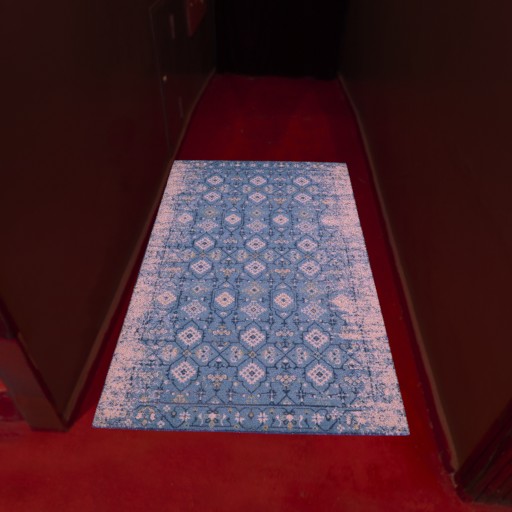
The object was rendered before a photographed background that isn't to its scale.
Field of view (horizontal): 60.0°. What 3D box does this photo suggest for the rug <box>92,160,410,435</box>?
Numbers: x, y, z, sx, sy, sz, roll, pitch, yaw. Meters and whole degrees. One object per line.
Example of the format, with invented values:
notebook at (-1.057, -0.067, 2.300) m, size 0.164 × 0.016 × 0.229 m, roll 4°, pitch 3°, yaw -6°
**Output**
rug at (0.000, 0.000, 2.182) m, size 1.102 × 0.008 × 1.795 m, roll 1°, pitch 43°, yaw 1°
